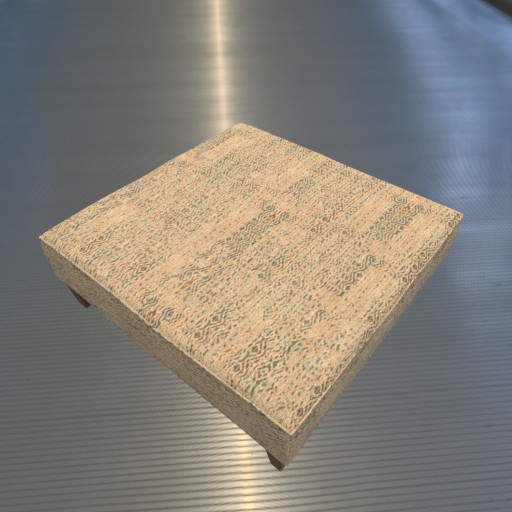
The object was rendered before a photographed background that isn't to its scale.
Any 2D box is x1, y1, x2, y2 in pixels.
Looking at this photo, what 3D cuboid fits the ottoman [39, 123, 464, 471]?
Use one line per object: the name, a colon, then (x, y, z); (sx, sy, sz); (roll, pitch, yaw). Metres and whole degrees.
ottoman: (0.000, 0.000, 1.522); (1.004, 0.356, 0.968); (30, 52, 27)
